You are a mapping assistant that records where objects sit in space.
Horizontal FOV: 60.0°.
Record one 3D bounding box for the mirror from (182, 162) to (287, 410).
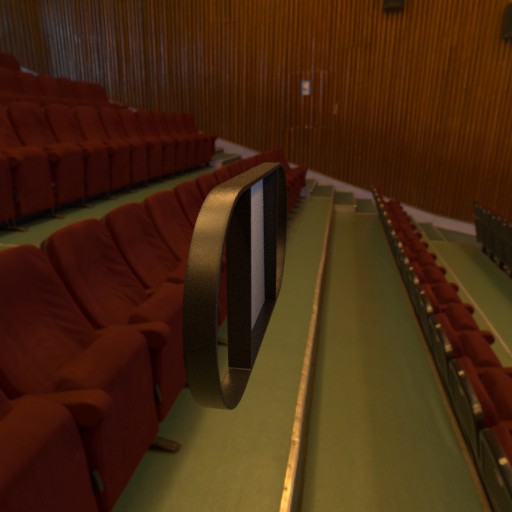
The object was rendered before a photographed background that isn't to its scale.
[{"bbox_3d":[0.000,0.000,0.676,0.032,0.254,0.584,3,17,10],"label":"mirror"}]
